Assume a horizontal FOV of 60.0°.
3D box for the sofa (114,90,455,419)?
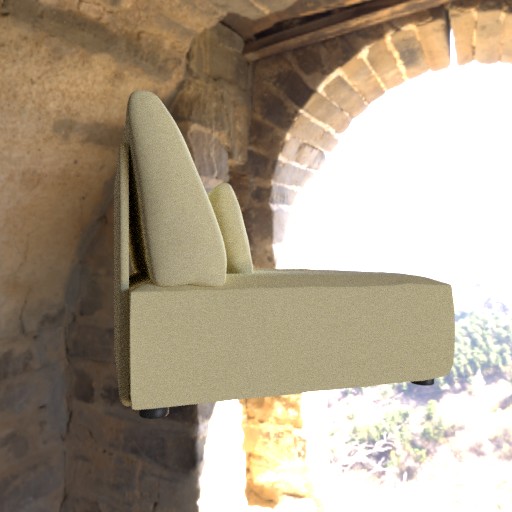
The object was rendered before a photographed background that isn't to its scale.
[{"bbox_3d":[0.000,0.000,1.657,1.000,0.820,0.930,0,-1,-19],"label":"sofa"}]
